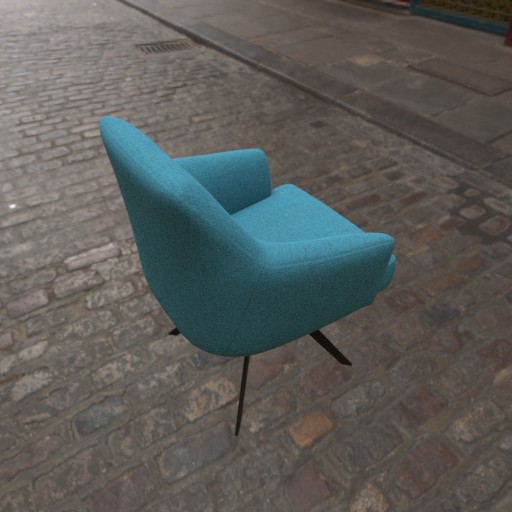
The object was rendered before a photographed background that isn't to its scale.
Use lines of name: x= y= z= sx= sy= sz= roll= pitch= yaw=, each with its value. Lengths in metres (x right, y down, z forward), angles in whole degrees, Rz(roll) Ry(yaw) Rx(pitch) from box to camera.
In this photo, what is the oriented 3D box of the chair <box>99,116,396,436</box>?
chair: x=0.000 y=0.000 z=1.336 sx=0.677 sy=0.874 sz=0.642 roll=-23 pitch=44 yaw=-25
